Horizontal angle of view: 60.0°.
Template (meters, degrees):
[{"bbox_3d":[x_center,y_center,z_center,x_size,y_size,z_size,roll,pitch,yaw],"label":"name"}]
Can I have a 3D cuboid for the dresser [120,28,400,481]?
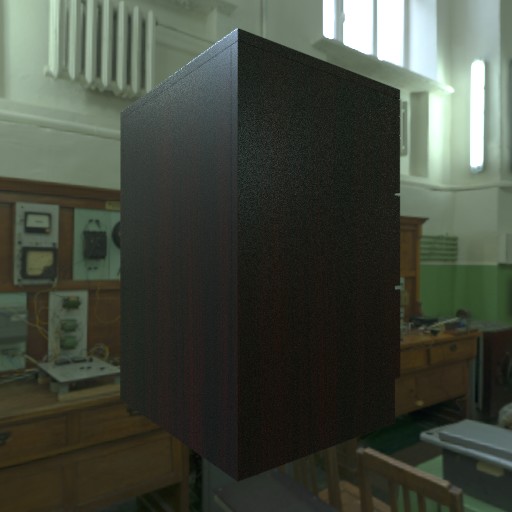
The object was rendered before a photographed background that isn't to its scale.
[{"bbox_3d":[0.000,0.000,0.813,0.360,0.560,0.400,0,0,-37],"label":"dresser"}]
